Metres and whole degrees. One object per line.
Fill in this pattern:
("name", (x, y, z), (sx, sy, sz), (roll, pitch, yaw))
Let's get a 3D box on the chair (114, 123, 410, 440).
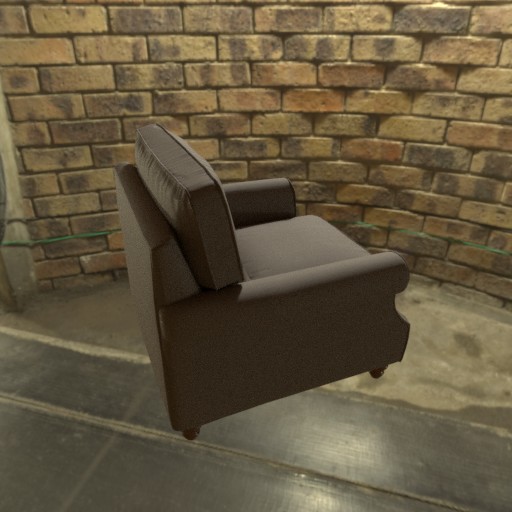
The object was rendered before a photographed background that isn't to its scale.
("chair", (0.000, 0.000, 1.809), (0.966, 0.967, 1.029), (-11, 30, -20))
